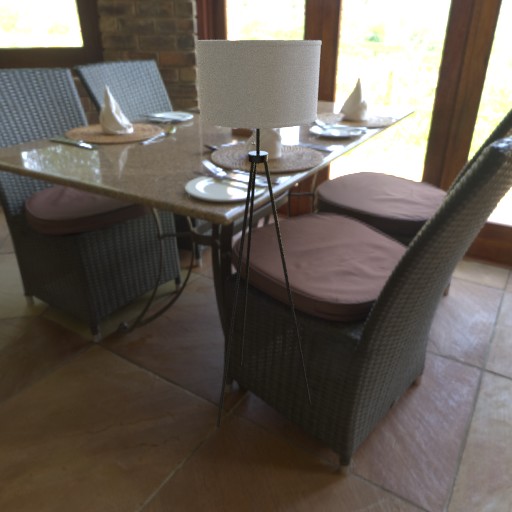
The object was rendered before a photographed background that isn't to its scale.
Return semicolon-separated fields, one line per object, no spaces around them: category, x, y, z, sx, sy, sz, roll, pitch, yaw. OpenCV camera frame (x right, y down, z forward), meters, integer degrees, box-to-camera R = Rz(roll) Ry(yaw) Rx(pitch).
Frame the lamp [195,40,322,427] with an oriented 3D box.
lamp;0.000;0.000;1.766;0.448;1.545;0.458;18;32;32
